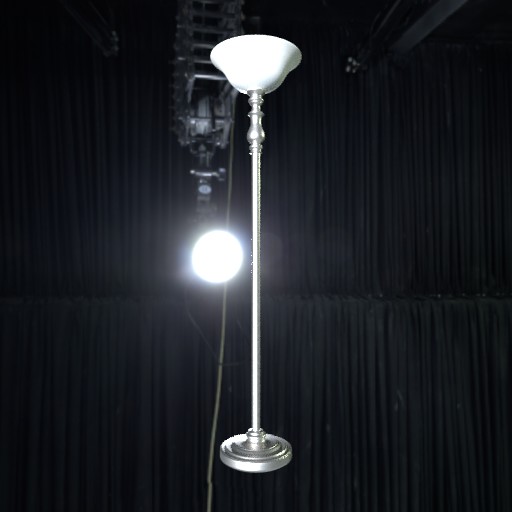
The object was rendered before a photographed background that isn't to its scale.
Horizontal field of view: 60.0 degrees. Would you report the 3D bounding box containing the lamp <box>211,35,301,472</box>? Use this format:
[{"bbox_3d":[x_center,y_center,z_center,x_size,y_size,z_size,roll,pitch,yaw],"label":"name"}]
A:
[{"bbox_3d":[0.000,0.000,1.966,0.405,1.771,0.405,0,-1,-17],"label":"lamp"}]
